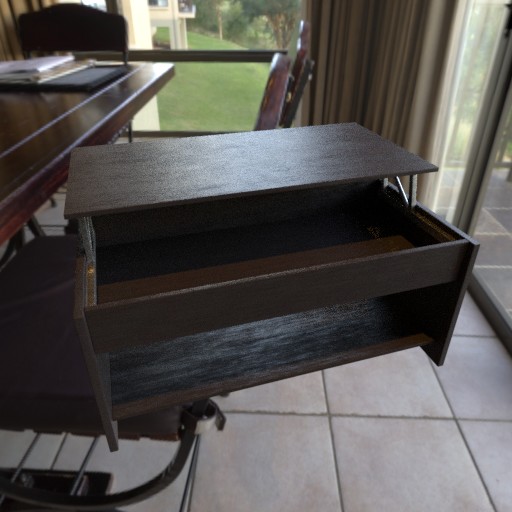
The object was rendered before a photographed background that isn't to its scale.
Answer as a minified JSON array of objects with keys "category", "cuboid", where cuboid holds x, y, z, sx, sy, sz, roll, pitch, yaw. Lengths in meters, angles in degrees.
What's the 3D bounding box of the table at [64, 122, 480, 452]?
[{"category":"table","cuboid":[0.000,0.000,1.391,1.000,0.570,0.712,-9,33,-15]}]
